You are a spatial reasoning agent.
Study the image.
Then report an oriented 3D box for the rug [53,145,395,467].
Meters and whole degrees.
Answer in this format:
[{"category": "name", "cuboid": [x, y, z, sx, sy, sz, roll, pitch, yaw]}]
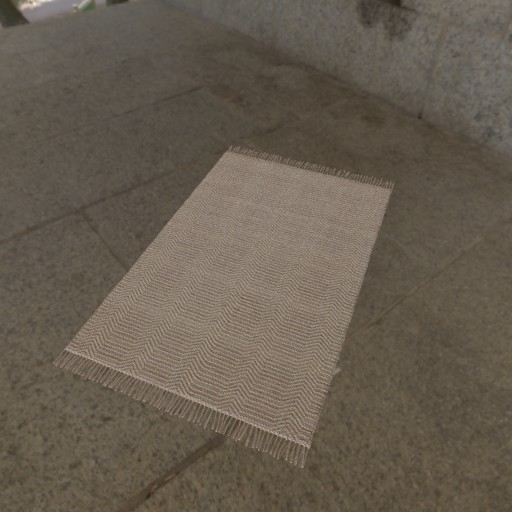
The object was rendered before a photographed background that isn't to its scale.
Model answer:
[{"category": "rug", "cuboid": [0.000, 0.000, 3.170, 1.528, 0.034, 2.523, 16, 48, 15]}]
